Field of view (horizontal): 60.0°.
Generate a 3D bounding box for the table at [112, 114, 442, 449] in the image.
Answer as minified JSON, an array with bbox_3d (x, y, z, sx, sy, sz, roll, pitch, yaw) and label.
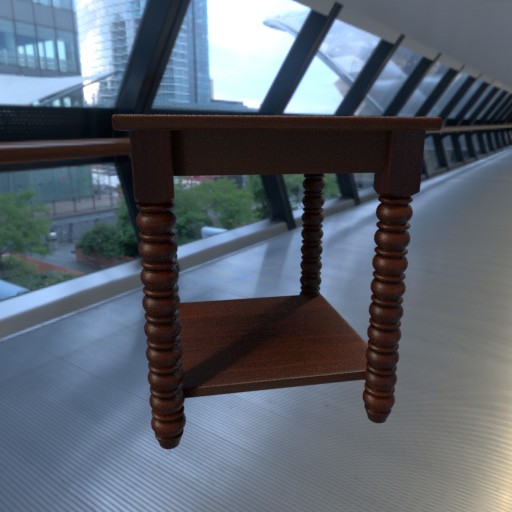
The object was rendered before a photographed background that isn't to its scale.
[{"bbox_3d":[0.000,0.000,0.972,0.500,0.567,0.533,-3,16,-10],"label":"table"}]
